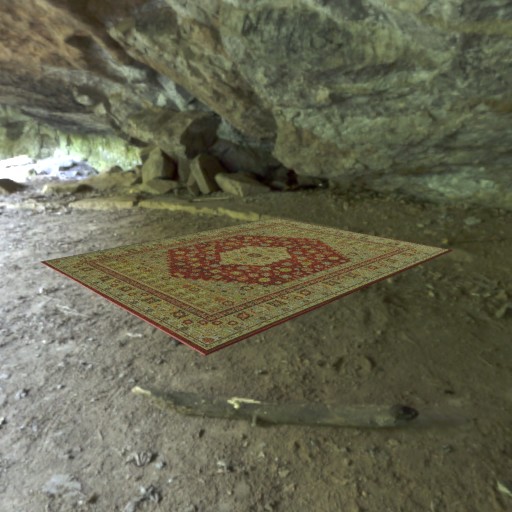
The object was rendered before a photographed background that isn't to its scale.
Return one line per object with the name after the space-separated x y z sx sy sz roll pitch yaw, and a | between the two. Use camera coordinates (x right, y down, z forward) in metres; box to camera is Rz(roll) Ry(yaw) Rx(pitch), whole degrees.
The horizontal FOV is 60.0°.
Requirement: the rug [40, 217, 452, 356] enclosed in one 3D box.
0.000 0.000 4.144 3.053 0.013 2.387 -15 21 -42 | rug
